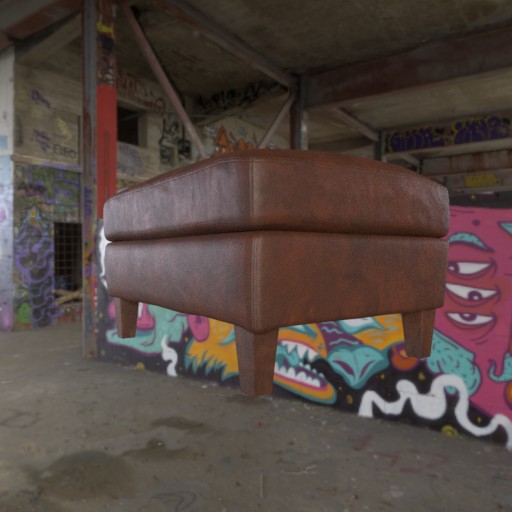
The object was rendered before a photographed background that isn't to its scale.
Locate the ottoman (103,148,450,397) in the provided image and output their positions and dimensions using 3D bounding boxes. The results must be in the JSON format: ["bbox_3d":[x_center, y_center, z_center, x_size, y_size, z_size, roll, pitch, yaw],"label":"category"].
[{"bbox_3d":[0.000,0.000,1.301,0.659,0.527,0.887,0,0,-36],"label":"ottoman"}]
